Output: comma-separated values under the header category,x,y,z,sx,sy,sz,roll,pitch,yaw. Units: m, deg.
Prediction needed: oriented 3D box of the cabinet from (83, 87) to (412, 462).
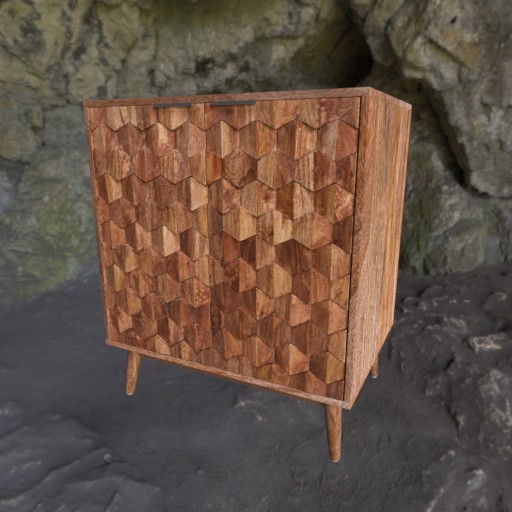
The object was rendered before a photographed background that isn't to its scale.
category,x,y,z,sx,sy,sz,roll,pitch,yaw
cabinet,0.000,0.000,1.158,0.647,0.758,0.473,7,17,26
